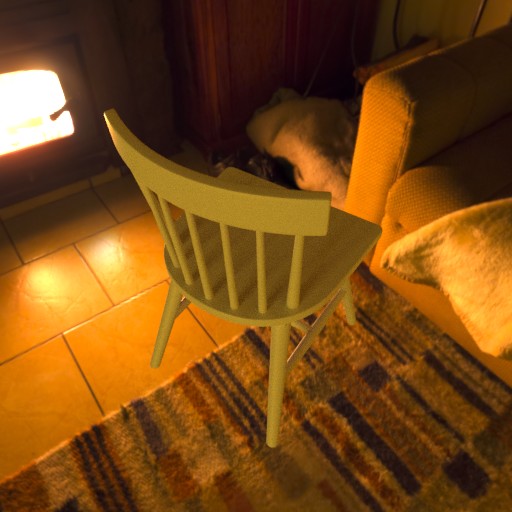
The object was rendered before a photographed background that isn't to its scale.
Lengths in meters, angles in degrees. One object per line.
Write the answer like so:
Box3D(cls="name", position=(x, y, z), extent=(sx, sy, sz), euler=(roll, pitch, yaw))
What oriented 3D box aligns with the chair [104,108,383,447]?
Box3D(cls="chair", position=(0.000, 0.000, 1.112), extent=(0.483, 0.787, 0.500), euler=(26, 51, 23))
